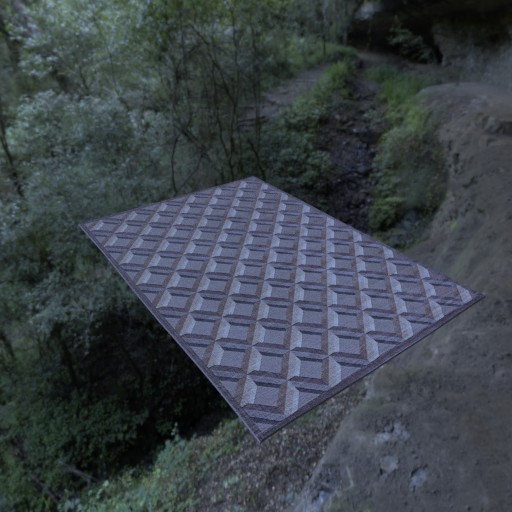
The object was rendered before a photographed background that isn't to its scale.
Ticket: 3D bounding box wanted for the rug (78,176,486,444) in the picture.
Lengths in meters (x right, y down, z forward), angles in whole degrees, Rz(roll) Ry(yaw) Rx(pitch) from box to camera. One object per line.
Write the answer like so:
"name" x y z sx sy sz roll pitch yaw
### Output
"rug" 0.000 0.000 2.895 1.600 0.013 2.260 -21 38 -30
